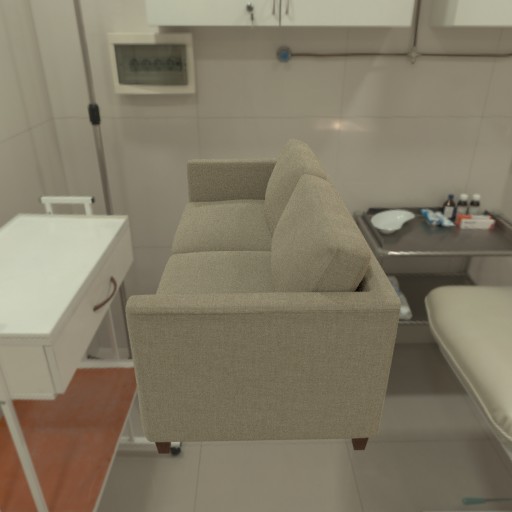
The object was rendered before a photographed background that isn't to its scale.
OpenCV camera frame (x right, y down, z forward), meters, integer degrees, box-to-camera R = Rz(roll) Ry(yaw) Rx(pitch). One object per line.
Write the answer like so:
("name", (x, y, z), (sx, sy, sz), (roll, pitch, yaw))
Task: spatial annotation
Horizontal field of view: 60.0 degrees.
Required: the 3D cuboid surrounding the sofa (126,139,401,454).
("sofa", (0.000, 0.000, 2.401), (0.951, 0.947, 1.884), (-1, 27, -1))
